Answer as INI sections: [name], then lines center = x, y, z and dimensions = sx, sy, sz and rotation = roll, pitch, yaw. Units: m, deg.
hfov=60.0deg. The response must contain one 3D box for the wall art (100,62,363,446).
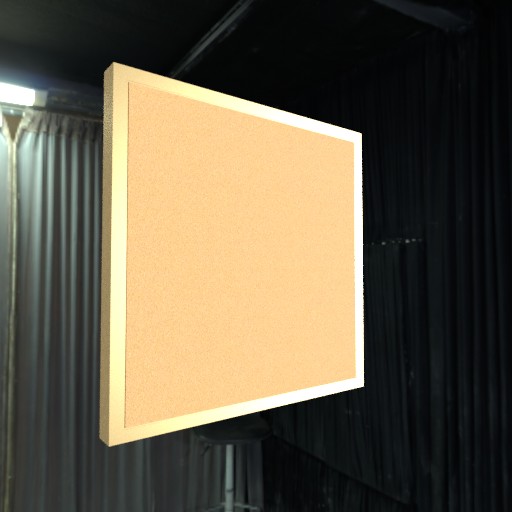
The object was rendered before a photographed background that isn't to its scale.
[wall art]
center = 0.000, 0.000, 1.904
dimensions = 1.284, 1.284, 0.095
rotation = 2, -3, -37
